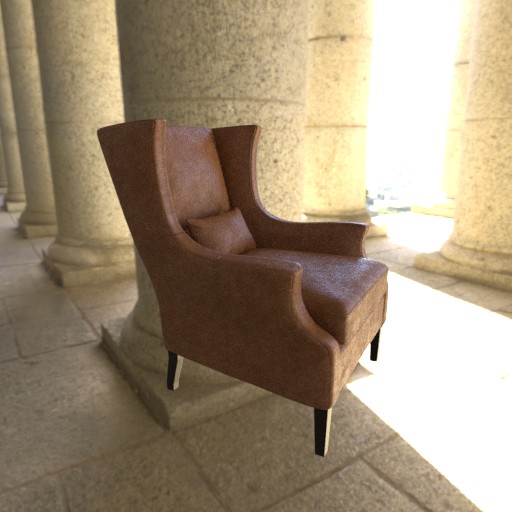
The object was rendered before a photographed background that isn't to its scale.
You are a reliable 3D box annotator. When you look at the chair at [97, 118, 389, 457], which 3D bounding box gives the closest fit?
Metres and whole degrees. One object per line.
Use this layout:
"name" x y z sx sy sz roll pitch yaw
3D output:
"chair" 0.000 0.000 1.744 0.926 1.016 0.853 8 16 27
